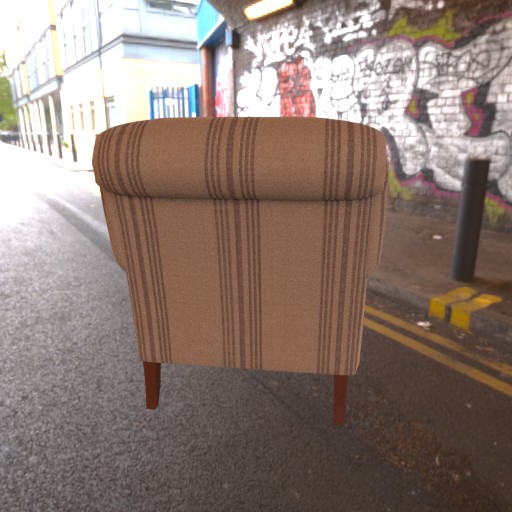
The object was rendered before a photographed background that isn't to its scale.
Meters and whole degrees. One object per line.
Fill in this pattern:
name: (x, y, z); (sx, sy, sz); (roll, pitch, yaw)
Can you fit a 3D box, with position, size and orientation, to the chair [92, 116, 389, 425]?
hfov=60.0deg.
chair: (0.000, 0.000, 1.595); (0.813, 0.940, 0.914); (2, 16, 7)
